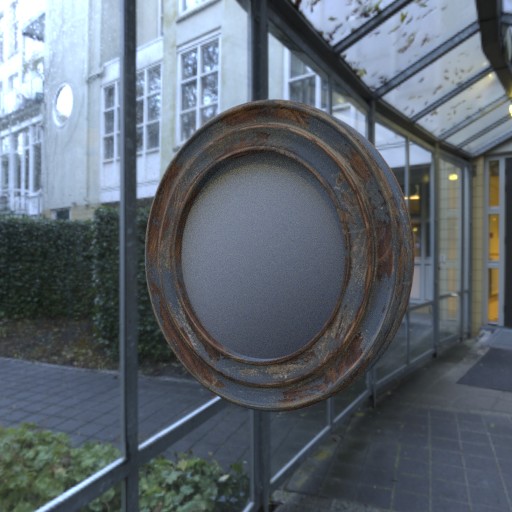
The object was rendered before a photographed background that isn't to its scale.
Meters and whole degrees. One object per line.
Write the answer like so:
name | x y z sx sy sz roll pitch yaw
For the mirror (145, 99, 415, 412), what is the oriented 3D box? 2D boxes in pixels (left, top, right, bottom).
mirror | 0.000 0.000 0.861 0.585 0.585 0.061 0 1 35
